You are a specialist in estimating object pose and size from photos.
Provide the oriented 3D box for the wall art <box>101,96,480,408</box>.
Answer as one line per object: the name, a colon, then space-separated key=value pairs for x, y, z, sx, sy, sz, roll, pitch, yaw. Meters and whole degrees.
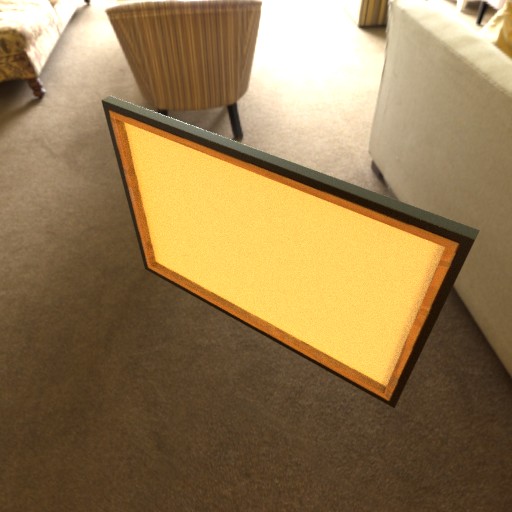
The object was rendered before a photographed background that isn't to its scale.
wall art: x=0.000 y=0.000 z=0.834 sx=0.659 sy=0.446 sz=0.022 roll=26 pitch=50 yaw=23
